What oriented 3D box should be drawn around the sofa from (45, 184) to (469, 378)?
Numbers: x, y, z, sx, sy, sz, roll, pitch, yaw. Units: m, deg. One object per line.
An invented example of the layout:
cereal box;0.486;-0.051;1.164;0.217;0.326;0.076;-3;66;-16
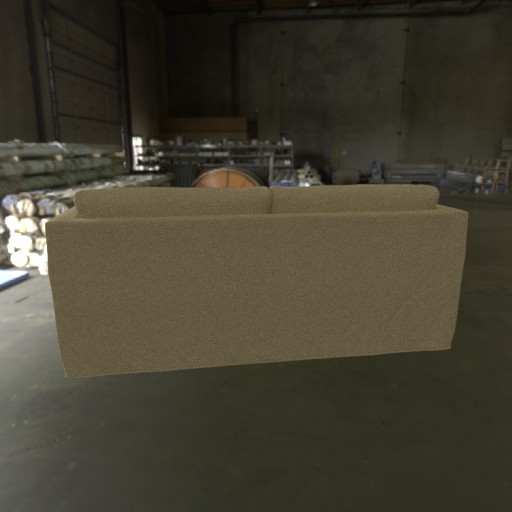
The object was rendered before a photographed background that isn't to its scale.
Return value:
sofa;0.000;0.000;2.483;1.959;0.835;0.962;-2;14;-9
